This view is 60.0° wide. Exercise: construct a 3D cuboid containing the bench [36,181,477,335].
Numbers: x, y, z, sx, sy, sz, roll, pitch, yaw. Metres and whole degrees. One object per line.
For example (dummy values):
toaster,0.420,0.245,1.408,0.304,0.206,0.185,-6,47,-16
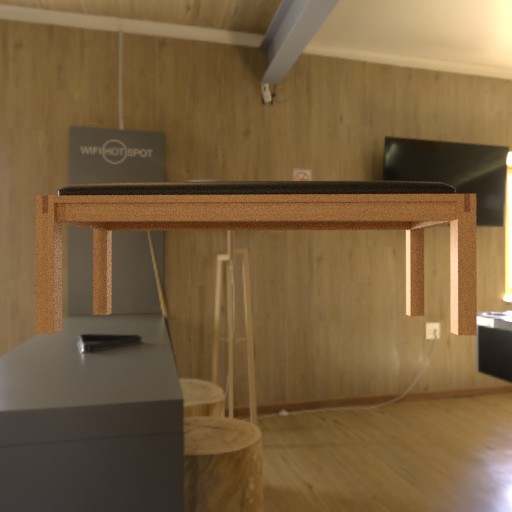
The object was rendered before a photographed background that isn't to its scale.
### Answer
bench,0.000,0.000,1.432,1.202,0.430,0.450,0,0,2
